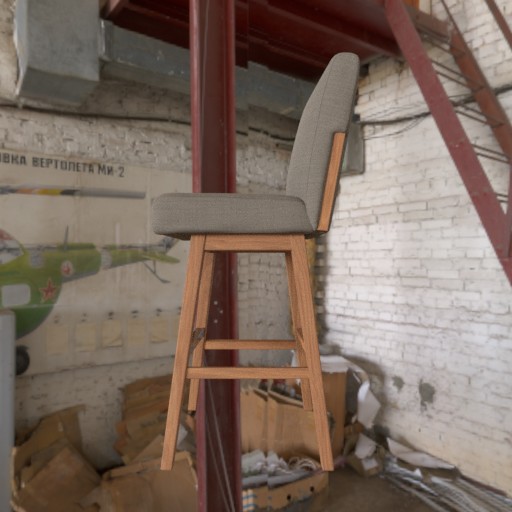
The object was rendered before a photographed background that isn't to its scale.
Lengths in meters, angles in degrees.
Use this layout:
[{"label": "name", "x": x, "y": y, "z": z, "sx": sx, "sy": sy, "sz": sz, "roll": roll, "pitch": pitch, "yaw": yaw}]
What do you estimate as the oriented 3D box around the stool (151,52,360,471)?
[{"label": "stool", "x": 0.000, "y": 0.000, "z": 1.388, "sx": 0.570, "sy": 1.112, "sz": 0.483, "roll": 0, "pitch": 0, "yaw": 0}]
